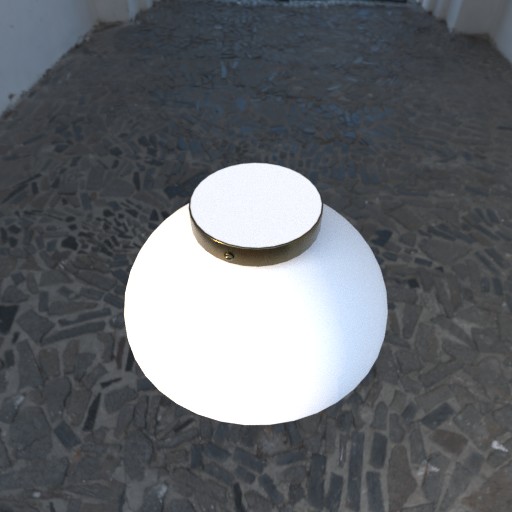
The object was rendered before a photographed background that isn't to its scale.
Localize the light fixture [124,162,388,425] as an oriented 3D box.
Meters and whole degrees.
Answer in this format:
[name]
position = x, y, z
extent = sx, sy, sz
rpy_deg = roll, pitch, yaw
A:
[light fixture]
position = 0.000, 0.000, 0.554
extent = 0.355, 0.177, 0.355
rpy_deg = 0, 47, 0
